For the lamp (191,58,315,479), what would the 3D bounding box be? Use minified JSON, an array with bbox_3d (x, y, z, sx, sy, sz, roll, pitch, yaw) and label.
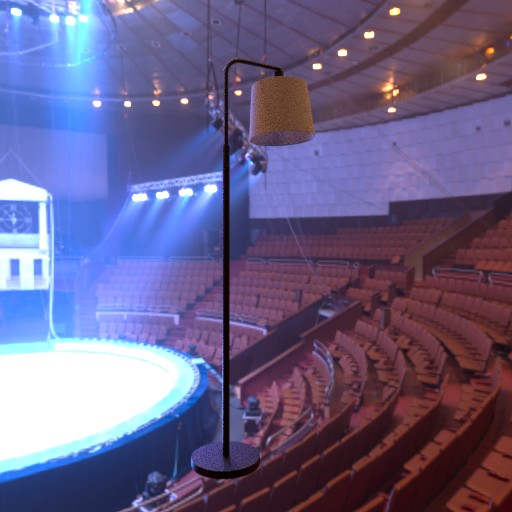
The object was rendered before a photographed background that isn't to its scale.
[{"bbox_3d":[0.000,0.000,1.664,0.508,1.478,0.254,0,-1,-35],"label":"lamp"}]
